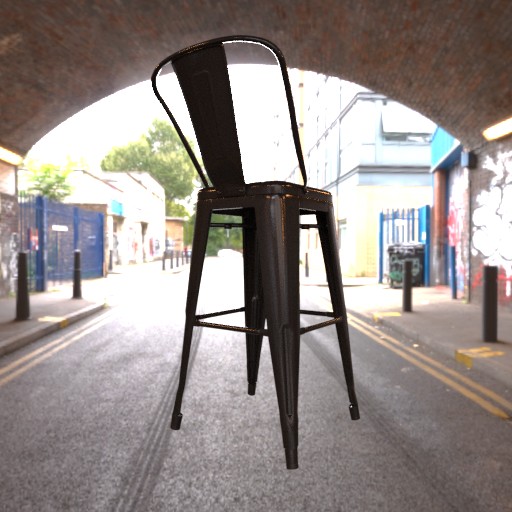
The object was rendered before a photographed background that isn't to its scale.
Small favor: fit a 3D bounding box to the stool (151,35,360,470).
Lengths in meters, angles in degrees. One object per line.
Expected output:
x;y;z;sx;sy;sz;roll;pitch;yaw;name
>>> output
0.000;0.000;1.282;0.432;1.022;0.528;1;1;36;stool
